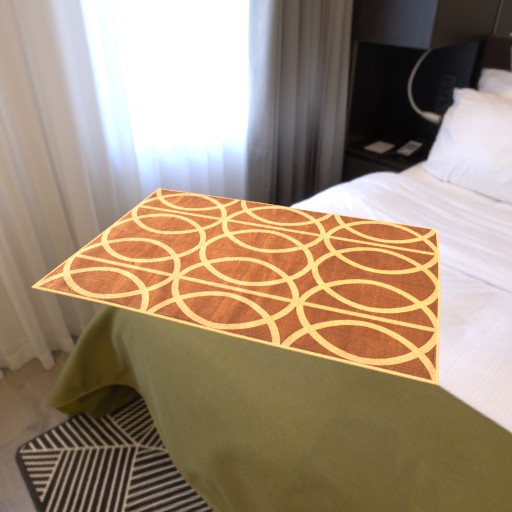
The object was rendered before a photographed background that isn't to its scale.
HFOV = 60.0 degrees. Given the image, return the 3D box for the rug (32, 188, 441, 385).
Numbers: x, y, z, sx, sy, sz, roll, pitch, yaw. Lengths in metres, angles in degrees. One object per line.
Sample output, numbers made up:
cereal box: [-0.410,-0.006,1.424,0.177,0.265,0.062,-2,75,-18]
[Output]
rug: [0.000,0.000,2.914,2.290,0.014,1.526,10,34,16]
